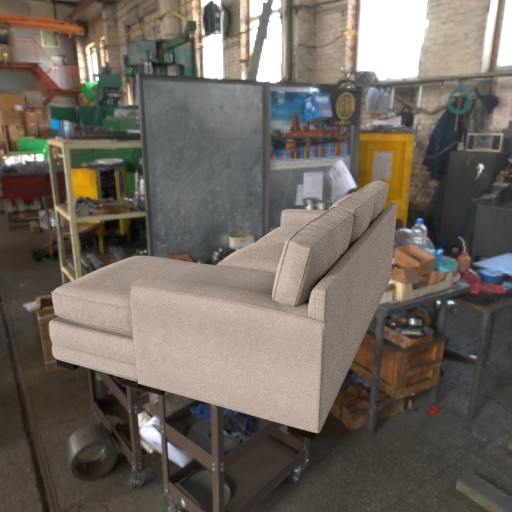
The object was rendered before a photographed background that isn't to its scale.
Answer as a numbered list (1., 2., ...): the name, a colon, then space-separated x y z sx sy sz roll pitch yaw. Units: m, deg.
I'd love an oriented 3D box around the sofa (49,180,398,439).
1. sofa: 0.000 0.000 2.902 1.496 0.861 2.087 7 18 23
